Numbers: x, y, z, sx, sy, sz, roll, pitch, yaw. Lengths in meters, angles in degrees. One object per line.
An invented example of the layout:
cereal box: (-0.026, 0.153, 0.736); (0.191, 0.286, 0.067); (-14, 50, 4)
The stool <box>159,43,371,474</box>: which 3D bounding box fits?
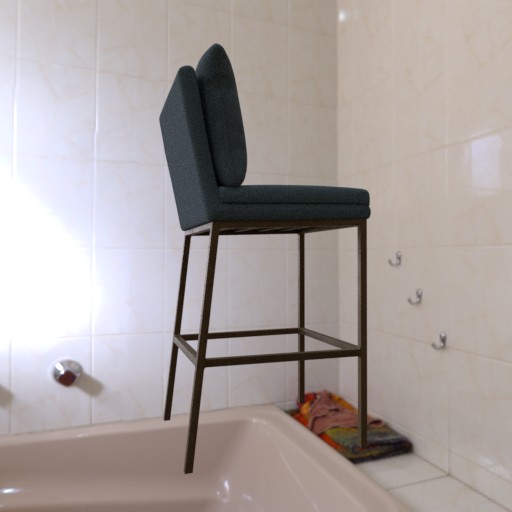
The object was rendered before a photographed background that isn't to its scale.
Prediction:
stool: (0.000, 0.000, 1.426); (0.568, 1.124, 0.463); (0, -1, -19)
